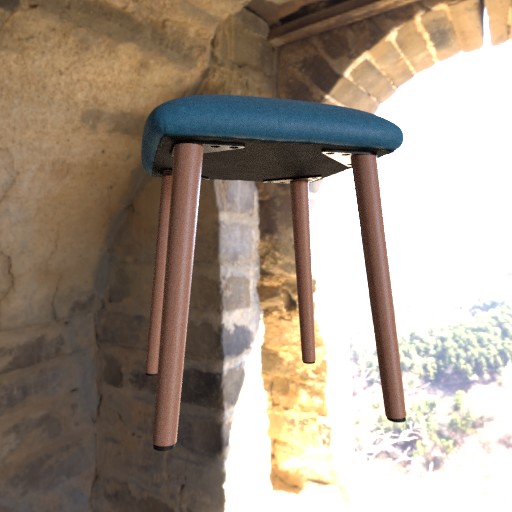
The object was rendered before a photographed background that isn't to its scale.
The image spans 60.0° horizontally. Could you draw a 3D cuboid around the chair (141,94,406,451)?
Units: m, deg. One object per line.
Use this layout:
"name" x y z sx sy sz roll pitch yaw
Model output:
"chair" 0.000 0.000 0.723 0.360 0.450 0.360 0 1 -16
